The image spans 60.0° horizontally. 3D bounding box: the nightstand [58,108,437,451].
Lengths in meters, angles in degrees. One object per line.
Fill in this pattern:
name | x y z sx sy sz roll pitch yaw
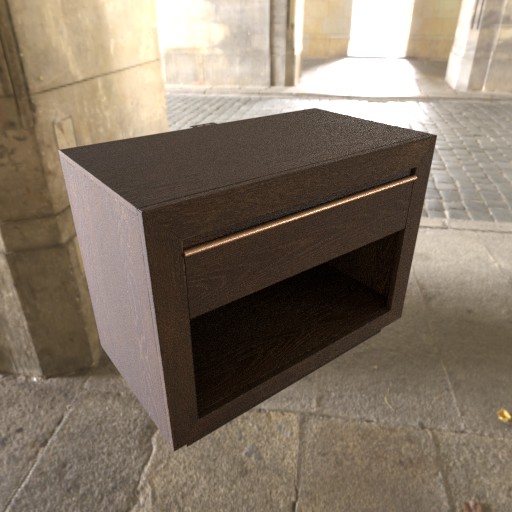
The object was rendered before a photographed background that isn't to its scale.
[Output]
nightstand | 0.000 0.000 1.179 0.775 0.612 0.457 -20 35 -32
